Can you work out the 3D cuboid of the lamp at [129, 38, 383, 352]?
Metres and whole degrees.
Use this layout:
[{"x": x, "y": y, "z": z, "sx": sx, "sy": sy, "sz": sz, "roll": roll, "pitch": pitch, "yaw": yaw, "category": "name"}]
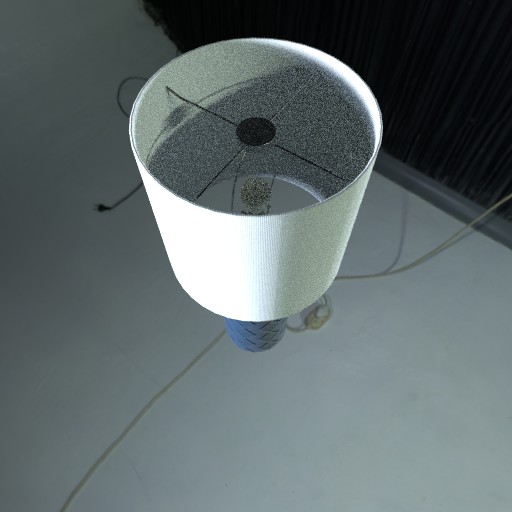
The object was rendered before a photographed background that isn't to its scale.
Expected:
[{"x": 0.000, "y": 0.000, "z": 0.563, "sx": 0.207, "sy": 0.461, "sz": 0.207, "roll": 31, "pitch": 64, "yaw": 17, "category": "lamp"}]
